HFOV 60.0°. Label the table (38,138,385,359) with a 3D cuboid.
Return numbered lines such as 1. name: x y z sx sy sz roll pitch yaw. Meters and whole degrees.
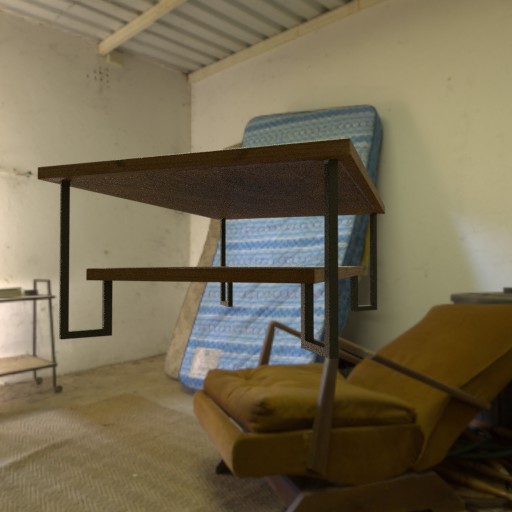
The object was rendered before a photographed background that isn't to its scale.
1. table: 0.000 0.000 1.688 0.877 0.492 1.238 0 -1 20
